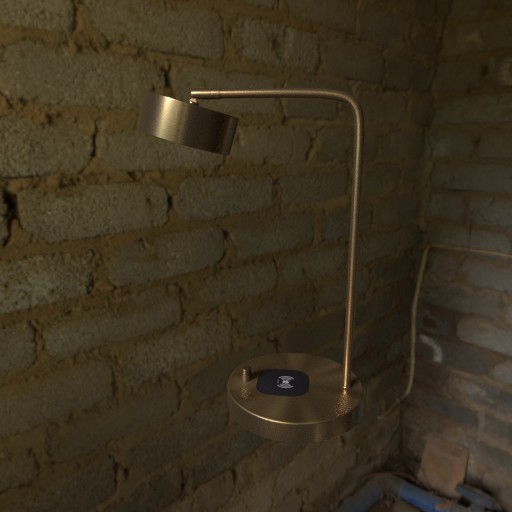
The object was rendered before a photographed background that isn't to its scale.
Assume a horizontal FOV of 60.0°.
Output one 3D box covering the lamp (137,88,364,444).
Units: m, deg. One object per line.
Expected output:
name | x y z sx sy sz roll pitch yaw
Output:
lamp | 0.000 0.000 0.530 0.270 0.380 0.171 2 14 8
